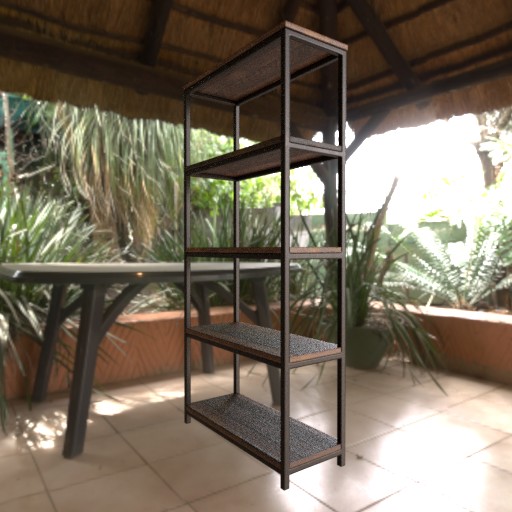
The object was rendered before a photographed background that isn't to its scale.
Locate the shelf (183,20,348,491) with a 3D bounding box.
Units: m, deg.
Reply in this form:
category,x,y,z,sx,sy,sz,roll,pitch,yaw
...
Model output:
category,x,y,z,sx,sy,sz,roll,pitch,yaw
shelf,0.000,0.000,2.208,0.359,1.860,0.874,-1,1,-36
